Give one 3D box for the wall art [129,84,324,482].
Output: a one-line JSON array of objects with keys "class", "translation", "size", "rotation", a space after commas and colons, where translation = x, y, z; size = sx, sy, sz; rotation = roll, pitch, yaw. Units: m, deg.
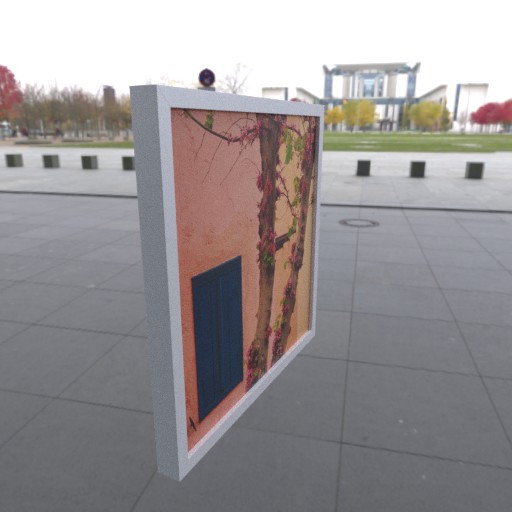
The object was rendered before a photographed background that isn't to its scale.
[{"class": "wall art", "translation": [0.000, 0.000, 0.757], "size": [0.038, 0.508, 0.507], "rotation": [9, 18, 27]}]
